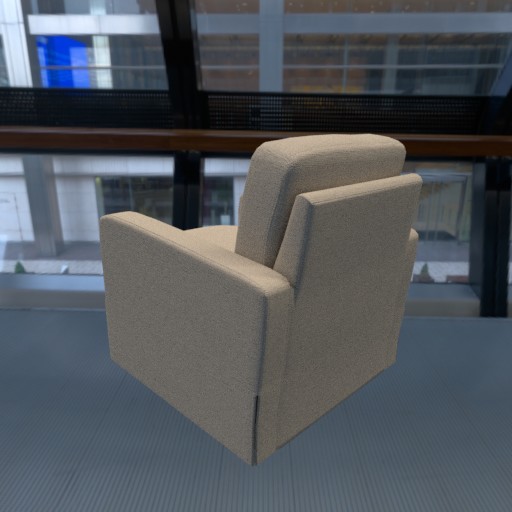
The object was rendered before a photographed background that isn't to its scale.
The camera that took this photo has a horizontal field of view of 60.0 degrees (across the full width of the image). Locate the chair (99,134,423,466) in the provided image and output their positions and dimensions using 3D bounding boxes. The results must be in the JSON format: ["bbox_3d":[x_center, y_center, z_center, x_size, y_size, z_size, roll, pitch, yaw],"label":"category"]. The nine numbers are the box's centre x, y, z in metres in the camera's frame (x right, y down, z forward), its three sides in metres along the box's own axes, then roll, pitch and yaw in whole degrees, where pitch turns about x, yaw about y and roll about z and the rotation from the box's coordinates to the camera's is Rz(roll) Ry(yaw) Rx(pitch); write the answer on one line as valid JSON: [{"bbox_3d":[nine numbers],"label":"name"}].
[{"bbox_3d":[0.000,0.000,1.531,0.755,0.827,0.888,-17,24,-42],"label":"chair"}]
